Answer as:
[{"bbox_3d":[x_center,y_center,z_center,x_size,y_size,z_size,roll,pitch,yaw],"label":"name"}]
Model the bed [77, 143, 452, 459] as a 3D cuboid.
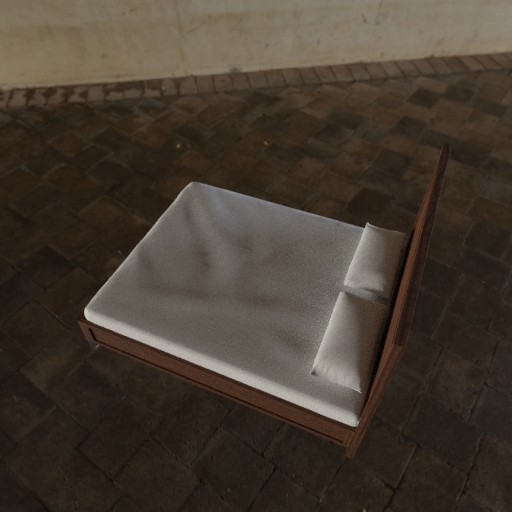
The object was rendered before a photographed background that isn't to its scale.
[{"bbox_3d":[0.000,0.000,3.391,2.218,1.487,1.765,17,50,15],"label":"bed"}]
